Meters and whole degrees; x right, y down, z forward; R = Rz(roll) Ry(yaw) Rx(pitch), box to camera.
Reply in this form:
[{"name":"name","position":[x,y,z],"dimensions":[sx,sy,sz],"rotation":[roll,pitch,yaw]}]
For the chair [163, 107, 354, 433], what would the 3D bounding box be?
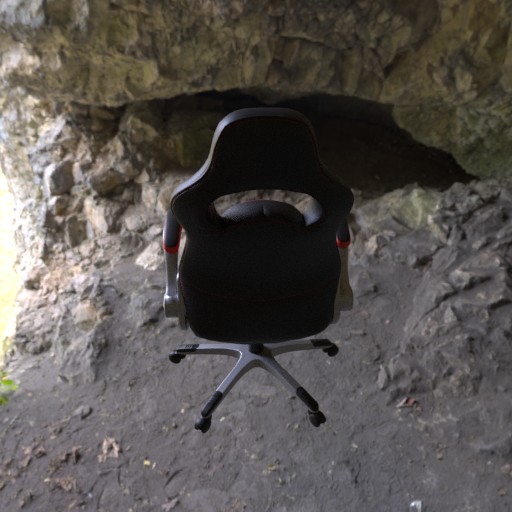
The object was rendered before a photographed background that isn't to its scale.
[{"name":"chair","position":[0.000,0.000,1.608],"dimensions":[0.758,1.165,0.712],"rotation":[-2,30,-3]}]
